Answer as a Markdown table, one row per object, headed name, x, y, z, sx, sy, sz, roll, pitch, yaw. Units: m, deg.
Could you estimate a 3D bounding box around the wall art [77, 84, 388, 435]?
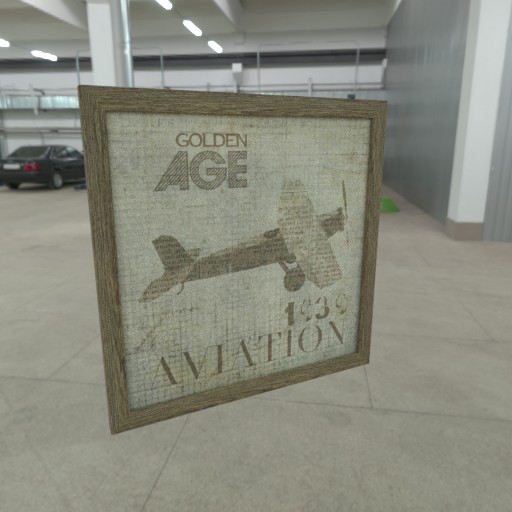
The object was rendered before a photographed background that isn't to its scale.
| name | x | y | z | sx | sy | sz | roll | pitch | yaw |
| --- | --- | --- | --- | --- | --- | --- | --- | --- | --- |
| wall art | 0.000 | 0.000 | 0.739 | 0.508 | 0.508 | 0.019 | -7 | 16 | -26 |
